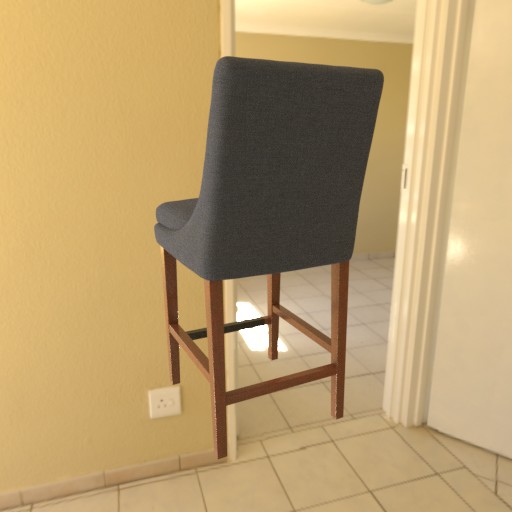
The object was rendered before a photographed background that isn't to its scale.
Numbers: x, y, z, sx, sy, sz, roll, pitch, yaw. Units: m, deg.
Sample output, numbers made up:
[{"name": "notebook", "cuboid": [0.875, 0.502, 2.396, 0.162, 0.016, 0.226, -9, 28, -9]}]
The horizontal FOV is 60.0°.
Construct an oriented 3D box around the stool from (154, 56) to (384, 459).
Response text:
[{"name": "stool", "cuboid": [0.000, 0.000, 1.297, 0.470, 0.981, 0.577, -7, 17, -26]}]
